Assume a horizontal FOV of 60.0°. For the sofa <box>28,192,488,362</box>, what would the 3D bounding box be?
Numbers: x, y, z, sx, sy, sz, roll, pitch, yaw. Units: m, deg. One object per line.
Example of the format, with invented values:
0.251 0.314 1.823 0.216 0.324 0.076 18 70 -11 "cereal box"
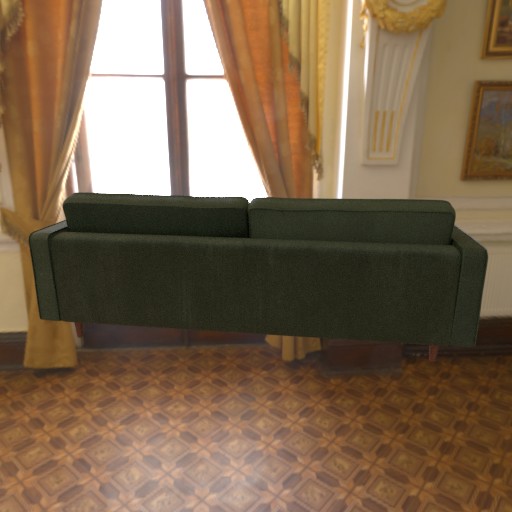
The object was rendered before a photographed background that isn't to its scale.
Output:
0.000 0.000 2.553 2.199 0.769 0.918 2 17 8 "sofa"
